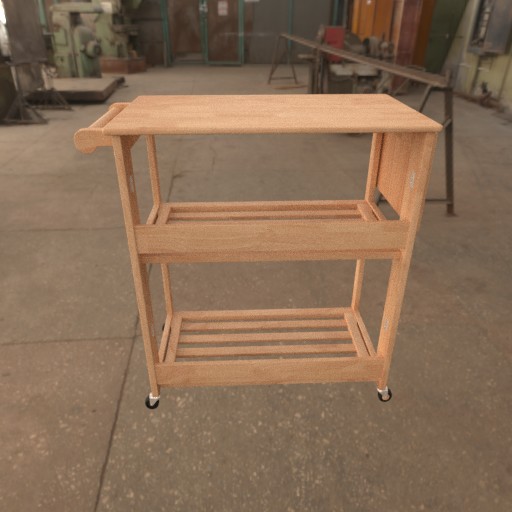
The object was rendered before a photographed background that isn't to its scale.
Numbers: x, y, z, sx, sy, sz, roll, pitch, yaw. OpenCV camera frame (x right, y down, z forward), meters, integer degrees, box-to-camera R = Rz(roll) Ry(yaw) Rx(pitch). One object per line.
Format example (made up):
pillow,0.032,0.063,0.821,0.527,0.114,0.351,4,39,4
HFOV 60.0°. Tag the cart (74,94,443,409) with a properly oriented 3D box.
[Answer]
cart,0.000,0.000,1.367,0.853,0.879,0.432,-1,29,-2
